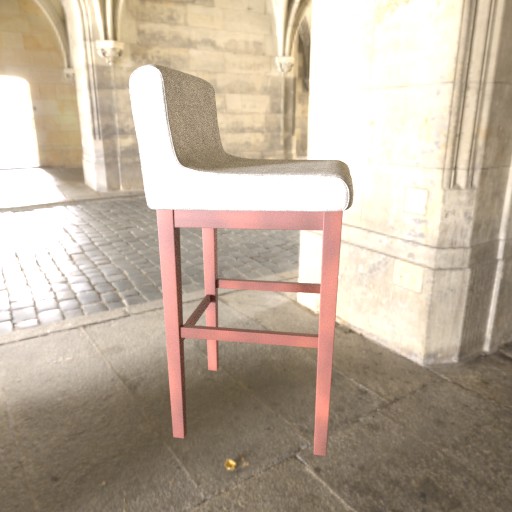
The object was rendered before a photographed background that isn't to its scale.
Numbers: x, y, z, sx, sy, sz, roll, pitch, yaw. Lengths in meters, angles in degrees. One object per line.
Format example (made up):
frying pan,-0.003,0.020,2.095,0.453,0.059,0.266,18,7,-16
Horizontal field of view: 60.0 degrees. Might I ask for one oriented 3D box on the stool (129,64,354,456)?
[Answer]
stool,0.000,0.000,1.243,0.499,0.965,0.426,3,17,10
